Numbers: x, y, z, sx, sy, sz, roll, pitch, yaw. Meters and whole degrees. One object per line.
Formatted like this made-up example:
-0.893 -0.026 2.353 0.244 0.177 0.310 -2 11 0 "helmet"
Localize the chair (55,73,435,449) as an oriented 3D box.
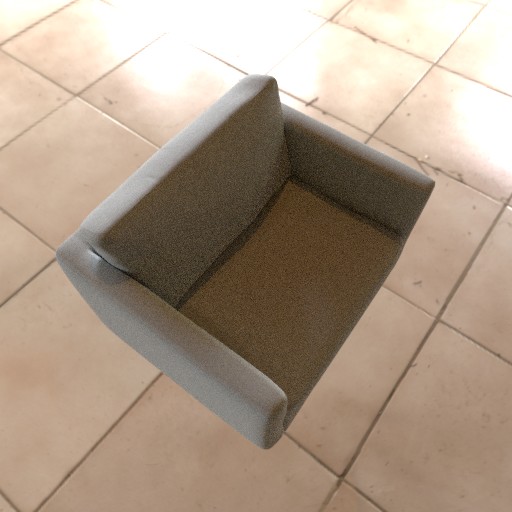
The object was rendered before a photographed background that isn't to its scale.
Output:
0.000 0.000 1.807 0.953 0.961 1.107 32 65 18 "chair"
